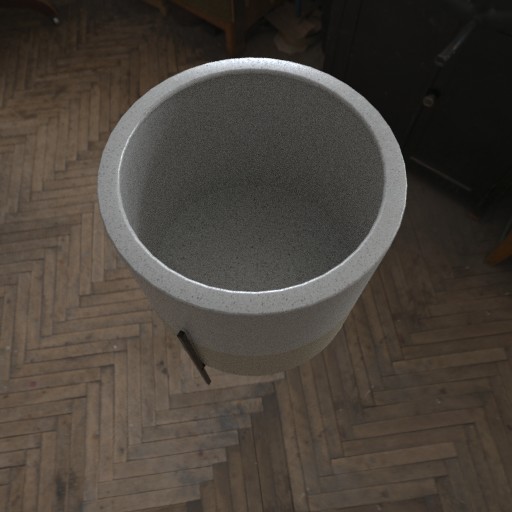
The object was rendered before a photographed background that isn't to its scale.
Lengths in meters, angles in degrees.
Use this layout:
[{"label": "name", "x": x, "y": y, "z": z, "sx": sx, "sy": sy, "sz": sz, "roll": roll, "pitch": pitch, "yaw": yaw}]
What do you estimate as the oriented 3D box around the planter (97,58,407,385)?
[{"label": "planter", "x": 0.000, "y": 0.000, "z": 0.728, "sx": 0.368, "sy": 0.484, "sz": 0.359, "roll": -2, "pitch": 65, "yaw": -1}]
